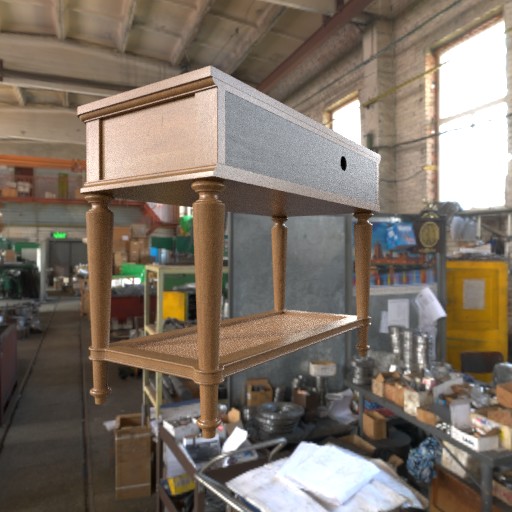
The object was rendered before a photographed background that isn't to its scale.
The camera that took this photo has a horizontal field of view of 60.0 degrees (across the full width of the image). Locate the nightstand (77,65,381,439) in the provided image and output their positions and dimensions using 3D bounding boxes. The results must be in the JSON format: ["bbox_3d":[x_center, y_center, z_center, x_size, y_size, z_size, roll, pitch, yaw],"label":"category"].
[{"bbox_3d":[0.000,0.000,1.303,0.432,0.700,0.914,0,1,35],"label":"nightstand"}]
